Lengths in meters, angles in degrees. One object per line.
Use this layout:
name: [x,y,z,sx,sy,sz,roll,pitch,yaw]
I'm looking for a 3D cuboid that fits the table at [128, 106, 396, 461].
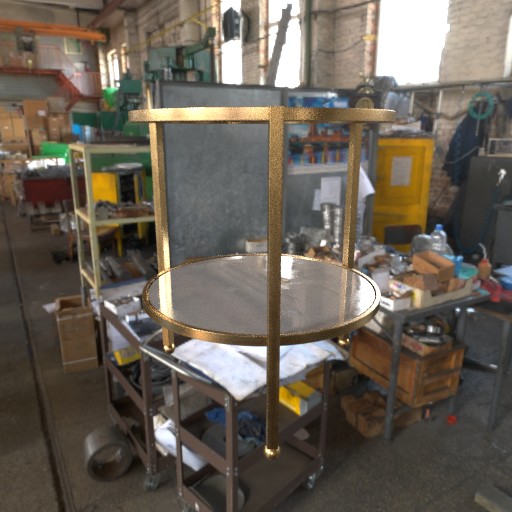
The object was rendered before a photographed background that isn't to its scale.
table: [0.000,0.000,0.438,0.243,0.269,0.231,8,18,25]
